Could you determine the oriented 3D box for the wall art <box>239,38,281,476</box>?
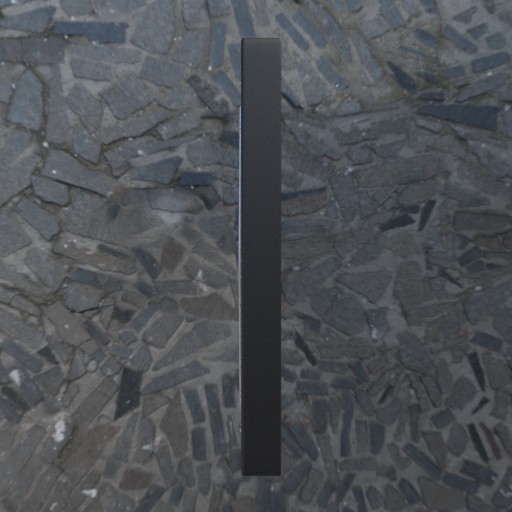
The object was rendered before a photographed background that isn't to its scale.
[{"bbox_3d":[0.000,0.000,0.611,0.041,0.407,0.406,0,91,-1],"label":"wall art"}]
